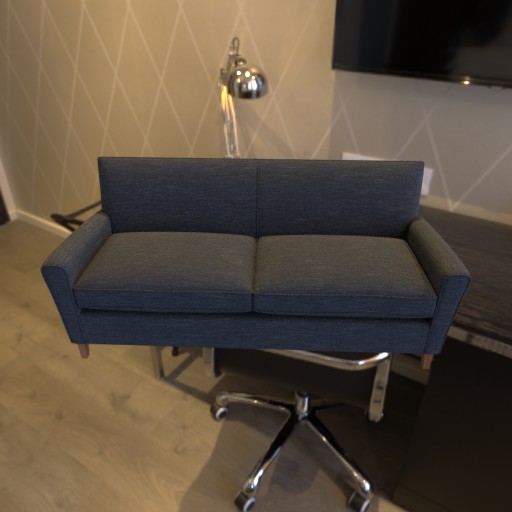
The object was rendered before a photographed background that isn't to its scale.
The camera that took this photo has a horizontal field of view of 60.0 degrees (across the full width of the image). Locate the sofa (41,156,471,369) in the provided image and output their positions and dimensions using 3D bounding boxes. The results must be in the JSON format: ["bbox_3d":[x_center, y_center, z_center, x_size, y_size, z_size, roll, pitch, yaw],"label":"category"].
[{"bbox_3d":[0.000,0.000,2.466,1.976,0.846,0.875,1,32,2],"label":"sofa"}]
